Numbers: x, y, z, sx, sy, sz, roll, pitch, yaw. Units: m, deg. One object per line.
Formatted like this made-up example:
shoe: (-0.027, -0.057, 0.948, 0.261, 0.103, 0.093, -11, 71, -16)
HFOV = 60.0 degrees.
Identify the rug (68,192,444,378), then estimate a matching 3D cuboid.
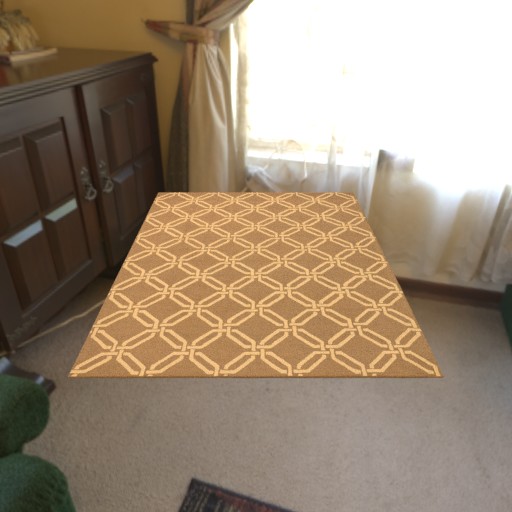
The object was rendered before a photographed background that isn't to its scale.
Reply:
rug: (0.000, 0.000, 3.936, 2.288, 0.018, 2.895, 0, 31, 0)
